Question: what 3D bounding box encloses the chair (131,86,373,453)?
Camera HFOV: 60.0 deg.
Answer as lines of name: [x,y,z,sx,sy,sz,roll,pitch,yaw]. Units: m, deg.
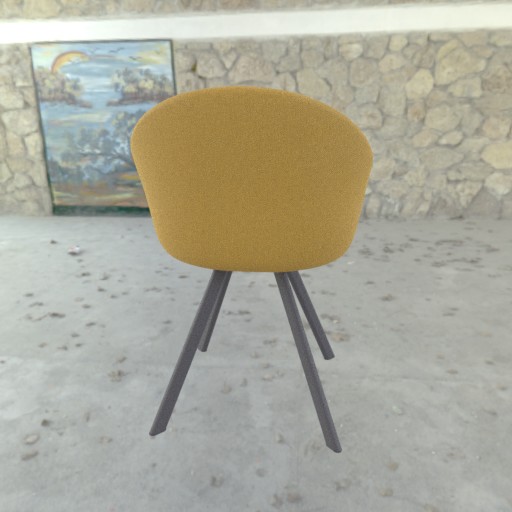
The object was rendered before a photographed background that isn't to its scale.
chair: [0.000,0.000,1.181,0.551,0.793,0.583,2,15,7]
